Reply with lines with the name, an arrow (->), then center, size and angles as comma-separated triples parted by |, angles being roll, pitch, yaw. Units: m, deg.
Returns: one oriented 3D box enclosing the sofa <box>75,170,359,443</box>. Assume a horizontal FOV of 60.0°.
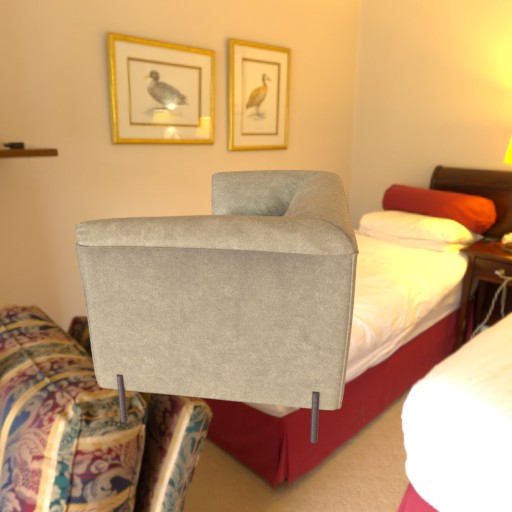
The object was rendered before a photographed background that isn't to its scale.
sofa -> 0.000, 0.000, 2.299 | 0.905, 0.747, 1.878 | 3, 16, 9
